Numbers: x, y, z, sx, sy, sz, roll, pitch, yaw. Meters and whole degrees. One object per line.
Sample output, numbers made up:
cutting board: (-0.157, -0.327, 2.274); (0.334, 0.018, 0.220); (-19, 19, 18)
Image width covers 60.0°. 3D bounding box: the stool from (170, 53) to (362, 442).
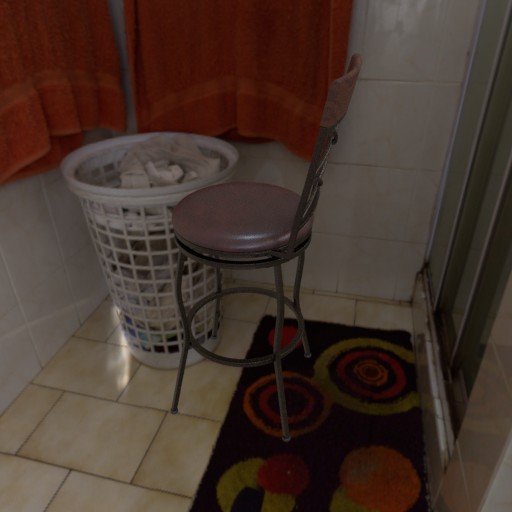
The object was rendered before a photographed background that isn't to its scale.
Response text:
stool: (0.000, 0.000, 1.389); (0.513, 1.130, 0.448); (8, 32, 13)
